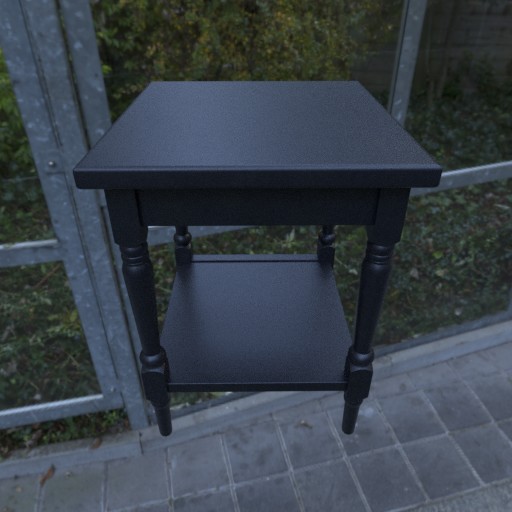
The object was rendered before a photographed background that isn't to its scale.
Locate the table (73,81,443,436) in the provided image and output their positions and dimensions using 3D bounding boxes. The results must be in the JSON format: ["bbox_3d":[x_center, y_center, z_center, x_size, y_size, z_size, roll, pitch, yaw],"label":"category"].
[{"bbox_3d":[0.000,0.000,0.883,0.442,0.565,0.488,0,33,-1],"label":"table"}]
